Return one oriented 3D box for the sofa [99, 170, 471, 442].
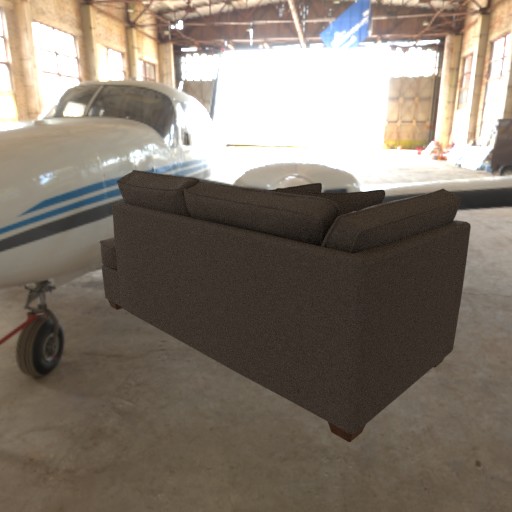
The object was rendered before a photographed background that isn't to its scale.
[{"bbox_3d":[0.000,0.000,2.849,1.110,1.033,2.237,-15,22,-42],"label":"sofa"}]
